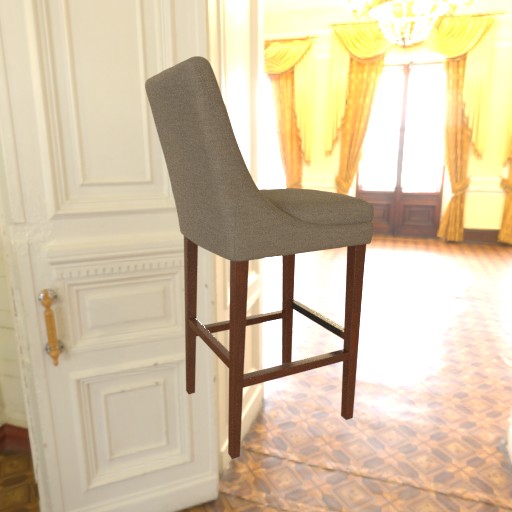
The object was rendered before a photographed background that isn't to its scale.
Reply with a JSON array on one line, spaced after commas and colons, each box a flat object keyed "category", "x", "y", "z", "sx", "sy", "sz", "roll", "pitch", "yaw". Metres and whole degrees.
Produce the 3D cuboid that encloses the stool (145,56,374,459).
[{"category": "stool", "x": 0.000, "y": 0.000, "z": 1.408, "sx": 0.577, "sy": 1.078, "sz": 0.470, "roll": -7, "pitch": 16, "yaw": -26}]
